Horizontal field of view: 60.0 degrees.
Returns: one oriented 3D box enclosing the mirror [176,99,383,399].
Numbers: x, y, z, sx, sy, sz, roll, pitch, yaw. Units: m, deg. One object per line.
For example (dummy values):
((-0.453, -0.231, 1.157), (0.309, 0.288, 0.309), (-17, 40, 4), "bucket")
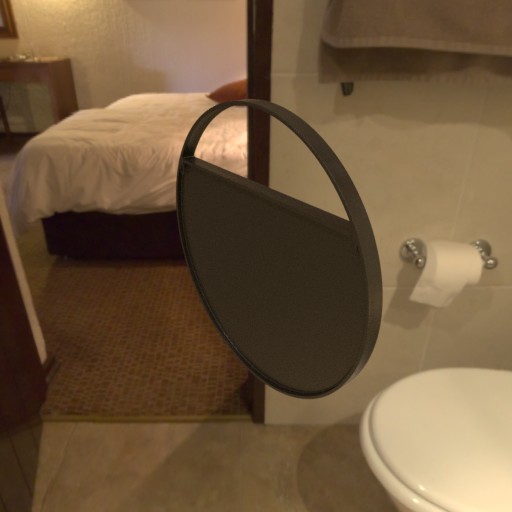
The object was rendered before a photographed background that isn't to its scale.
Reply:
((0.000, 0.000, 0.847), (0.032, 0.565, 0.565), (-20, 34, -33), "mirror")
